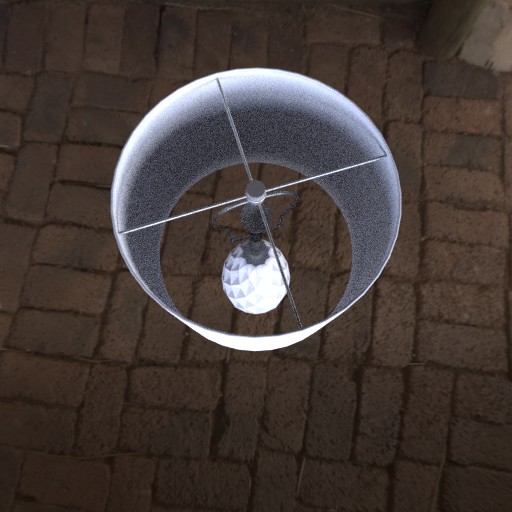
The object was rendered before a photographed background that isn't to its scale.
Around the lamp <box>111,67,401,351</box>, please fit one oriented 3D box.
[{"bbox_3d":[0.000,0.000,0.701,0.297,0.522,0.297,0,75,0],"label":"lamp"}]
